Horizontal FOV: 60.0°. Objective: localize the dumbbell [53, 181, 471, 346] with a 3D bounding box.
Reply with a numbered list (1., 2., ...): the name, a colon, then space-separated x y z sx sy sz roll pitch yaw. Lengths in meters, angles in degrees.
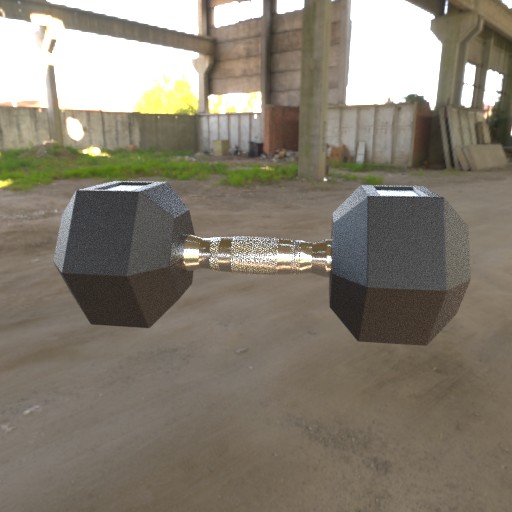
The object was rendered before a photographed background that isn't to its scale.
1. dumbbell: 0.000 0.000 0.369 0.315 0.113 0.129 2 16 8
